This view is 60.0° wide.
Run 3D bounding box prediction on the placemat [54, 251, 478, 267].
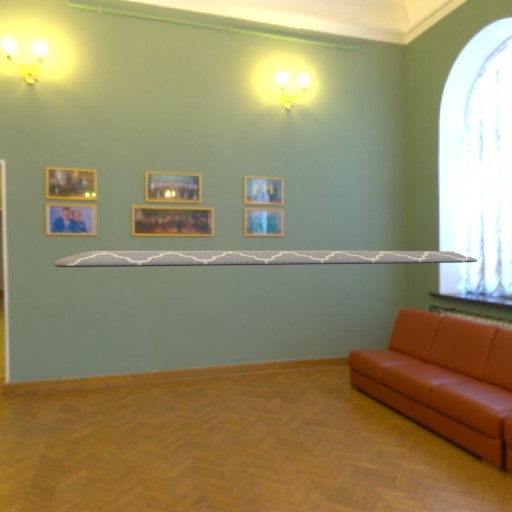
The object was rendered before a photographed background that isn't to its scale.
[{"bbox_3d":[0.000,0.000,0.968,0.762,0.021,0.508,0,1,-18],"label":"placemat"}]
